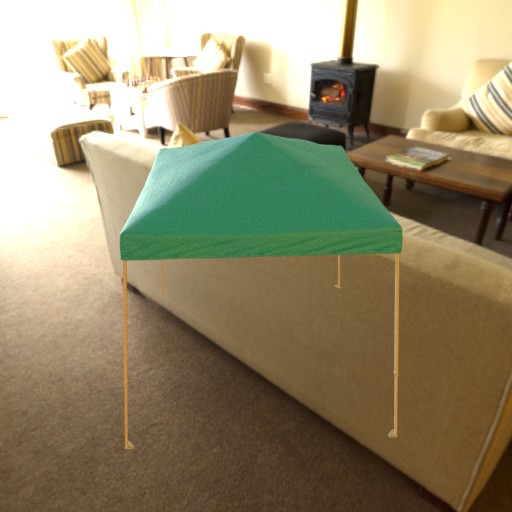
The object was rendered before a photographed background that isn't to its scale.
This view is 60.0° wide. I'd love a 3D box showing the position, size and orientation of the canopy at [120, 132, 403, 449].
[{"bbox_3d":[0.000,0.000,5.127,2.850,2.850,2.849,-1,30,-3],"label":"canopy"}]
